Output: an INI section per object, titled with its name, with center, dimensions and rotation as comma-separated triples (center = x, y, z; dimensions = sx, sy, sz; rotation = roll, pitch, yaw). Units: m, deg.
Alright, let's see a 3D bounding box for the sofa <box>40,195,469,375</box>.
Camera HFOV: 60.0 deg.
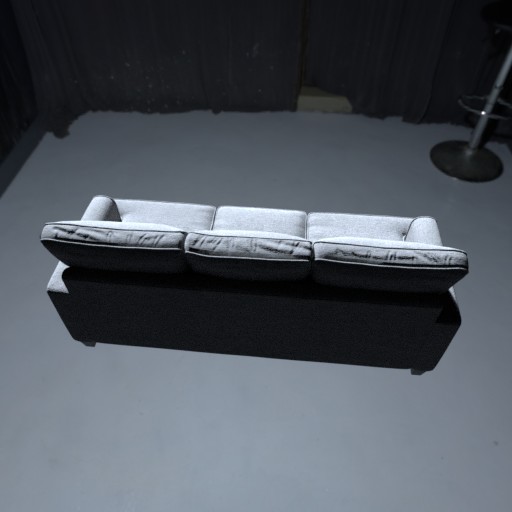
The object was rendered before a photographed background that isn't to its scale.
[sofa]
center = 0.000, 0.000, 2.633
dimensions = 2.158, 0.965, 0.951
rotation = 4, 48, 4
